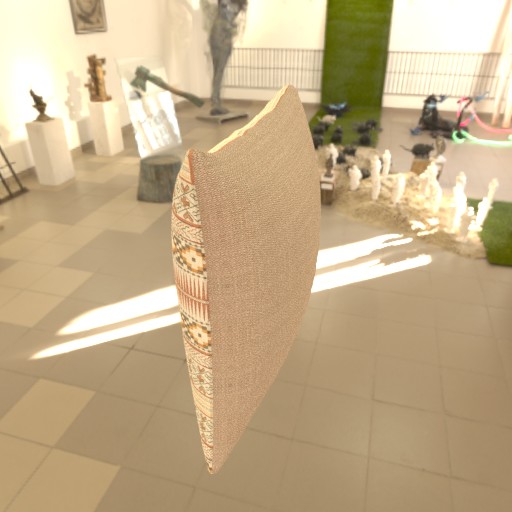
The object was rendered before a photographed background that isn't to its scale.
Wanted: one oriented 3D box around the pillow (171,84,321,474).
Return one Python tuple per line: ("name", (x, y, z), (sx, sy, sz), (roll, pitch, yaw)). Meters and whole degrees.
("pillow", (0.000, 0.000, 0.792), (0.215, 0.519, 0.521), (8, 30, 13))
